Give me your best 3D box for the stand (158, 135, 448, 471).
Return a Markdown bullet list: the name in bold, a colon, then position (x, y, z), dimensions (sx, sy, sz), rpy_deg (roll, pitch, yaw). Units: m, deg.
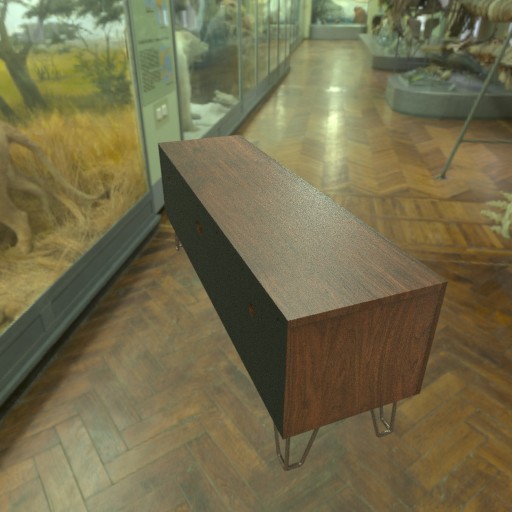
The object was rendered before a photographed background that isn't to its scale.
- **stand**: position (0.000, 0.000, 1.893), dimensions (0.481, 0.610, 1.626), rpy_deg (-11, 31, -18)
